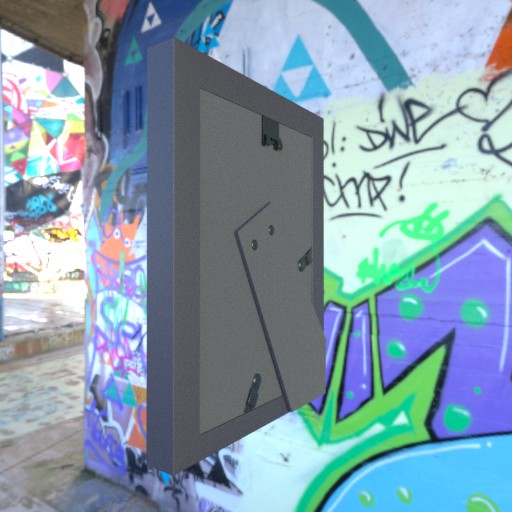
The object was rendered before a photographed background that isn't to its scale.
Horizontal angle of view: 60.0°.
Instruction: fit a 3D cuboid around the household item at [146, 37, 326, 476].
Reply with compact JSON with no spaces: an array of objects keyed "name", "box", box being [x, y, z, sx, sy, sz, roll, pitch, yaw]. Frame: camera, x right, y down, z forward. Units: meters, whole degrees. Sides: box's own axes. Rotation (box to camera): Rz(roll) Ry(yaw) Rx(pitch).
[{"name":"household item","box":[0.000,0.000,0.236,0.022,0.178,0.133,0,0,35]}]
